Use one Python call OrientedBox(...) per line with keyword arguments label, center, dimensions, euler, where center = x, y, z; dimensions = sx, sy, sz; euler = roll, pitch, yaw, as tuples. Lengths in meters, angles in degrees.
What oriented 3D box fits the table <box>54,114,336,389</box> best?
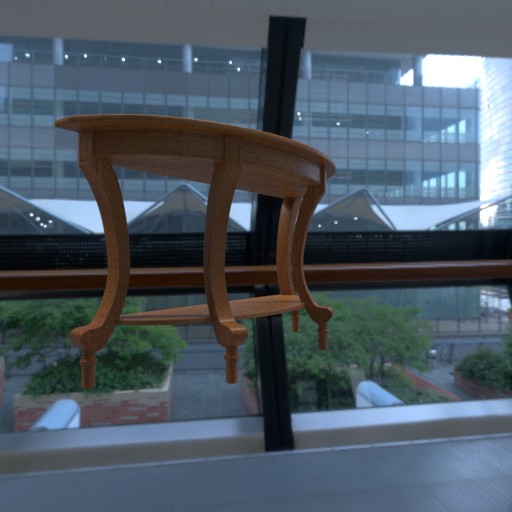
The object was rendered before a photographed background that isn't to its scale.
OrientedBox(label="table", center=(0.000, 0.000, 1.495), dimensions=(0.394, 0.692, 1.198), euler=(0, 0, 36))
